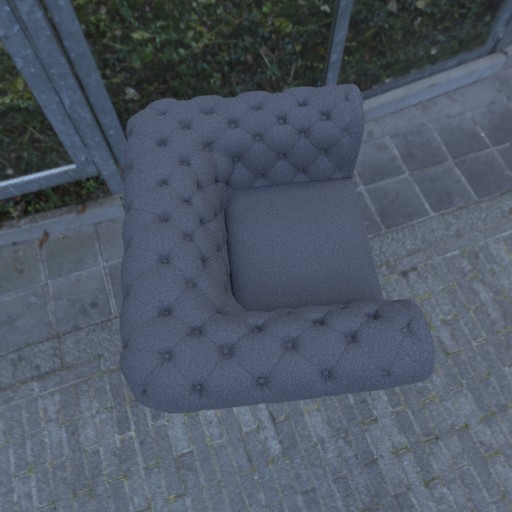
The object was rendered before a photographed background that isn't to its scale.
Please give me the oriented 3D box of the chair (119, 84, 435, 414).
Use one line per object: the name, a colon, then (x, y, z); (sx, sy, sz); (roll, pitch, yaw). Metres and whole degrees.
chair: (0.000, 0.000, 1.877); (0.976, 0.770, 1.270); (-6, 64, -3)
